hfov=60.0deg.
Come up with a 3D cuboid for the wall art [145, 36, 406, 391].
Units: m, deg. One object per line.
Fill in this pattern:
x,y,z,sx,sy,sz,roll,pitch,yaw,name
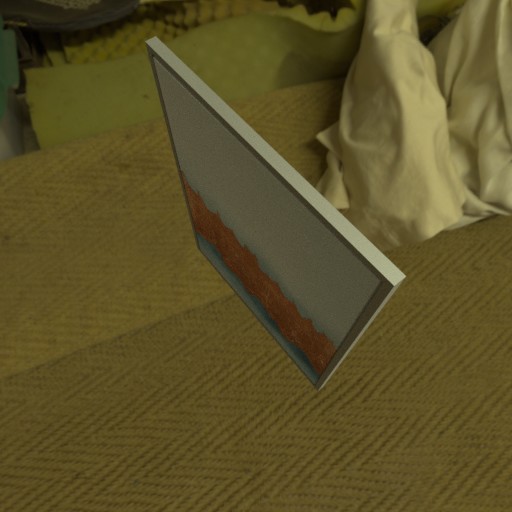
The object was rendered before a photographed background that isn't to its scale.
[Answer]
0.000,0.000,1.365,0.034,1.042,0.789,-36,69,-16,wall art
